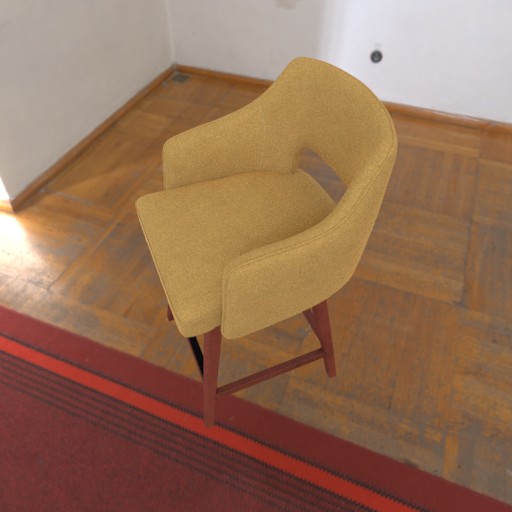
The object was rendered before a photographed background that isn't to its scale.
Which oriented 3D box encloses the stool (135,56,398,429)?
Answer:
[{"bbox_3d":[0.000,0.000,1.266,0.558,0.924,0.548,-17,50,-15],"label":"stool"}]
